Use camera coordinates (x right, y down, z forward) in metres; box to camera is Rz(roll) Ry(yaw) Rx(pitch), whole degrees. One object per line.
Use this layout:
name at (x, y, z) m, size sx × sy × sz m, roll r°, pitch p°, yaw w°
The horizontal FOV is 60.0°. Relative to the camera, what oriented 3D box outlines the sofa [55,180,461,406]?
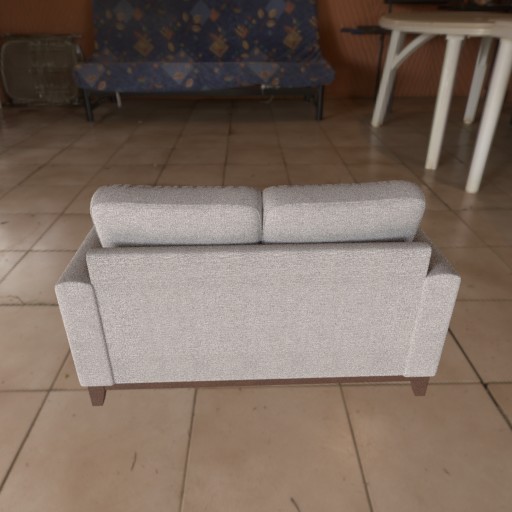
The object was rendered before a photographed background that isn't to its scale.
sofa at (0.000, 0.000, 2.002) m, size 1.420 × 0.873 × 0.917 m, roll -1°, pitch 29°, yaw -2°
